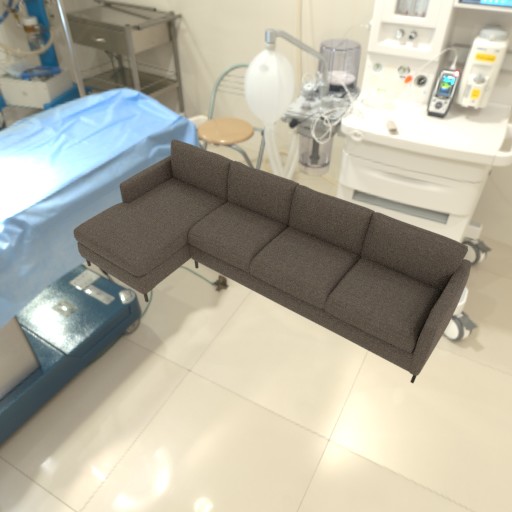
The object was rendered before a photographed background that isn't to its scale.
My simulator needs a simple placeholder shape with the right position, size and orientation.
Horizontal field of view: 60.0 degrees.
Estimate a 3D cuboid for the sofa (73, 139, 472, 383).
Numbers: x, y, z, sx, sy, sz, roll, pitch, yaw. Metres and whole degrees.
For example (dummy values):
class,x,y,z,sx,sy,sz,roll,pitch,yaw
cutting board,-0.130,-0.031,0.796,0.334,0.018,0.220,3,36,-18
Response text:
class,x,y,z,sx,sy,sz,roll,pitch,yaw
sofa,0.000,0.000,3.286,2.731,0.754,1.258,25,47,26
